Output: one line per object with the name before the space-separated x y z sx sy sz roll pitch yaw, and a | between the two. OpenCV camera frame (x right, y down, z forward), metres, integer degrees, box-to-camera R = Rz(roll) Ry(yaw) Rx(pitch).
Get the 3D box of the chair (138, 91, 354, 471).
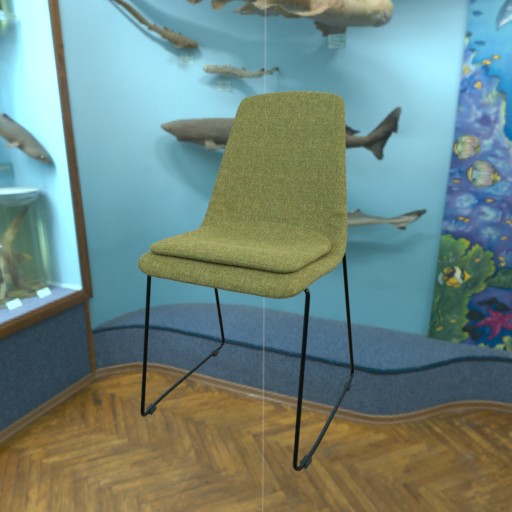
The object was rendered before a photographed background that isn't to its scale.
chair | 0.000 0.000 1.175 0.479 0.849 0.496 8 18 25
